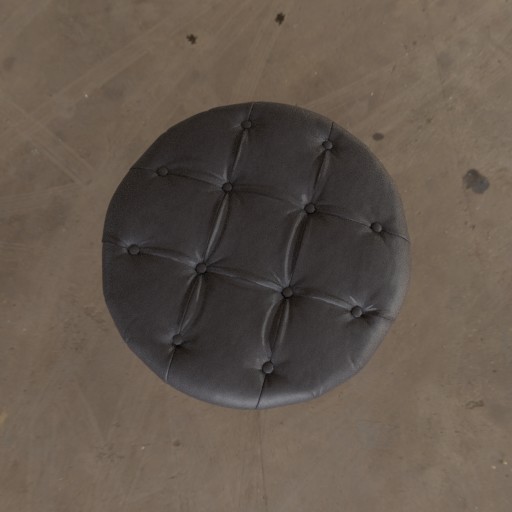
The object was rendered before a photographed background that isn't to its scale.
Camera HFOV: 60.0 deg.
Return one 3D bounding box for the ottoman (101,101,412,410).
[{"bbox_3d":[0.000,0.000,1.401,0.901,0.439,0.901,0,76,0],"label":"ottoman"}]
